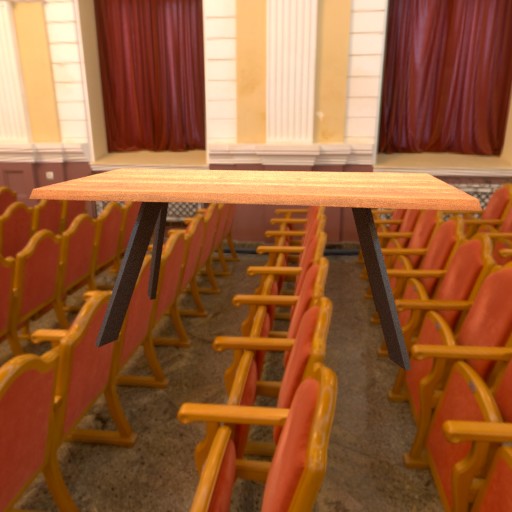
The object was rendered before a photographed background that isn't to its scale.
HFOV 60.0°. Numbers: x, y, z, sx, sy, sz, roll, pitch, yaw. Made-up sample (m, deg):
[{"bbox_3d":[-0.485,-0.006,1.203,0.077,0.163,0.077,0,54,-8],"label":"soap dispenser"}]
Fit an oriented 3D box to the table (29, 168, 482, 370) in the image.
[{"bbox_3d":[0.000,0.000,2.266,1.800,0.770,0.900,2,17,8],"label":"table"}]
